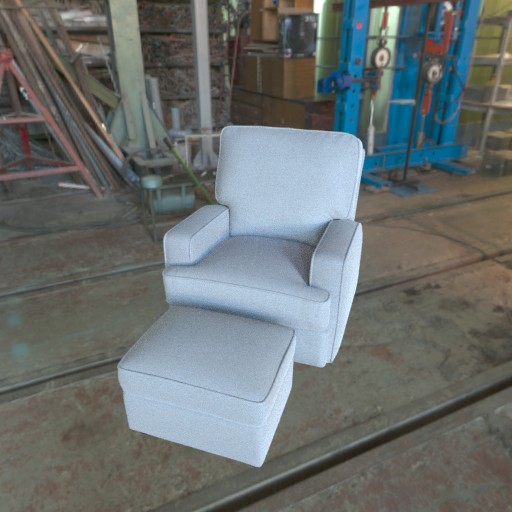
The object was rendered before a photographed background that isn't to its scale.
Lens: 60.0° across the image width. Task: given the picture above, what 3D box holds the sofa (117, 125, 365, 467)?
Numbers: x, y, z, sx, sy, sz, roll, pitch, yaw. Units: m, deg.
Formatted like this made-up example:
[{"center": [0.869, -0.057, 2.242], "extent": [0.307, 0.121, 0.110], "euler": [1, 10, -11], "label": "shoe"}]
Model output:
[{"center": [0.000, 0.000, 2.020], "extent": [0.861, 0.959, 1.472], "euler": [9, 28, 17], "label": "sofa"}]
